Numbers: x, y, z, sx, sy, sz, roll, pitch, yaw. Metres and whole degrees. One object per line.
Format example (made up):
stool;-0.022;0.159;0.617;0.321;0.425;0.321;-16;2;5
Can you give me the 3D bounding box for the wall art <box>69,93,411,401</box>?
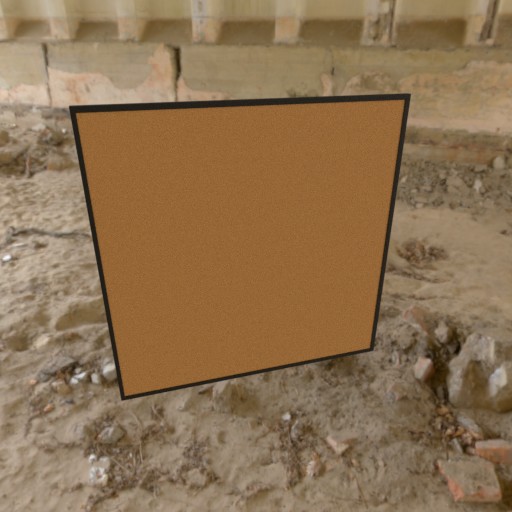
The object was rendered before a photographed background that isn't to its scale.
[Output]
wall art;0.000;0.000;0.986;0.664;0.663;0.015;-7;27;-15
